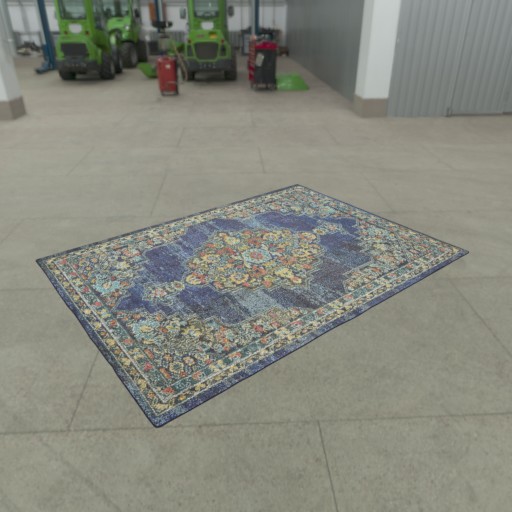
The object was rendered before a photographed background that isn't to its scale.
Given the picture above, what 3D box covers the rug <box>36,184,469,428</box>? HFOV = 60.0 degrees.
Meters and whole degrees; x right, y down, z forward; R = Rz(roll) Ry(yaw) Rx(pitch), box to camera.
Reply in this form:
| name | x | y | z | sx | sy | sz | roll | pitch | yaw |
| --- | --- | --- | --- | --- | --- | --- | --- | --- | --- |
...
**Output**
| name | x | y | z | sx | sy | sz | roll | pitch | yaw |
| --- | --- | --- | --- | --- | --- | --- | --- | --- | --- |
| rug | 0.000 | 0.000 | 2.803 | 2.232 | 0.009 | 1.630 | -21 | 35 | -33 |
